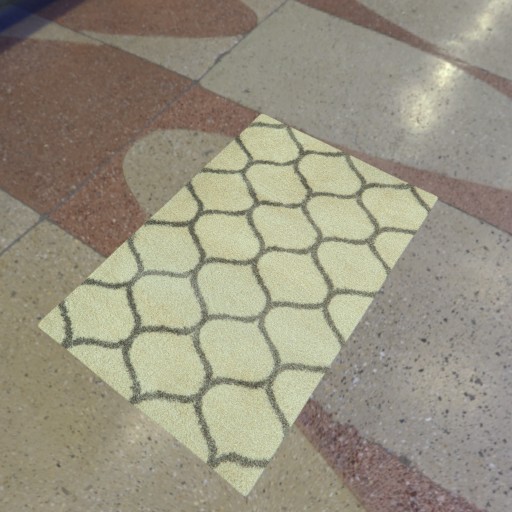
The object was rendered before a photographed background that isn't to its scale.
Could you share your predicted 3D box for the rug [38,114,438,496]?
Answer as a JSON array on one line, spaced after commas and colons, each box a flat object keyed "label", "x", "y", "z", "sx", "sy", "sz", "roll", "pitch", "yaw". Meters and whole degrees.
[{"label": "rug", "x": 0.000, "y": 0.000, "z": 3.374, "sx": 1.801, "sy": 0.026, "sz": 2.701, "roll": 31, "pitch": 62, "yaw": 18}]
